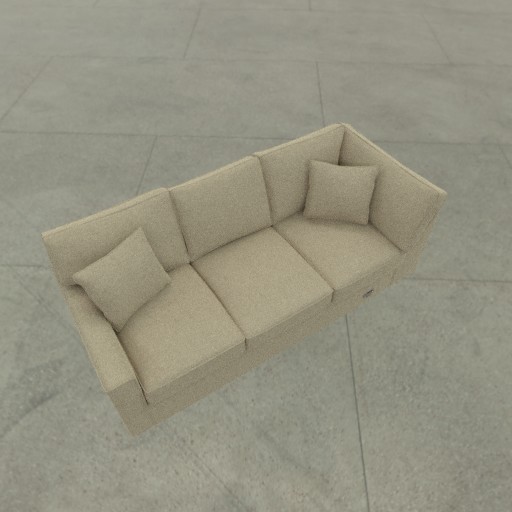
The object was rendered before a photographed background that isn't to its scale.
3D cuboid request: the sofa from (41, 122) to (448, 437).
[{"bbox_3d":[0.000,0.000,2.907,2.317,0.962,1.061,-26,52,-22],"label":"sofa"}]
